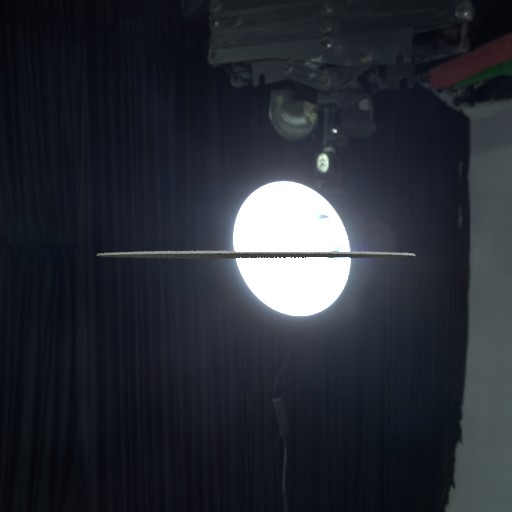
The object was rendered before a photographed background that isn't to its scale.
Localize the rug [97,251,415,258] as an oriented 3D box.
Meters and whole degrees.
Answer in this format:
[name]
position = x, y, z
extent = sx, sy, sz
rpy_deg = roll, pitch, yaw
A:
[rug]
position = 0.000, 0.000, 2.363
extent = 1.598, 0.010, 1.598
rpy_deg = 0, -1, 0
